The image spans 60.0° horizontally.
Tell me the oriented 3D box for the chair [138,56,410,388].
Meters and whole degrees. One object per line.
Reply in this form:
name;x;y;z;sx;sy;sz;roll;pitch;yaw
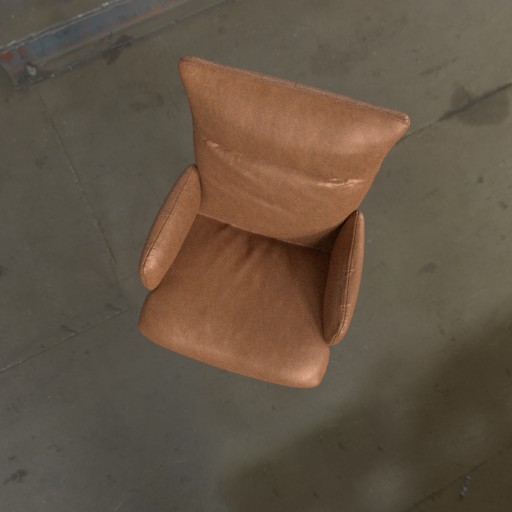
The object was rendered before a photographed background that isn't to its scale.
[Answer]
chair;0.000;0.000;1.534;0.711;1.027;0.794;17;76;4
